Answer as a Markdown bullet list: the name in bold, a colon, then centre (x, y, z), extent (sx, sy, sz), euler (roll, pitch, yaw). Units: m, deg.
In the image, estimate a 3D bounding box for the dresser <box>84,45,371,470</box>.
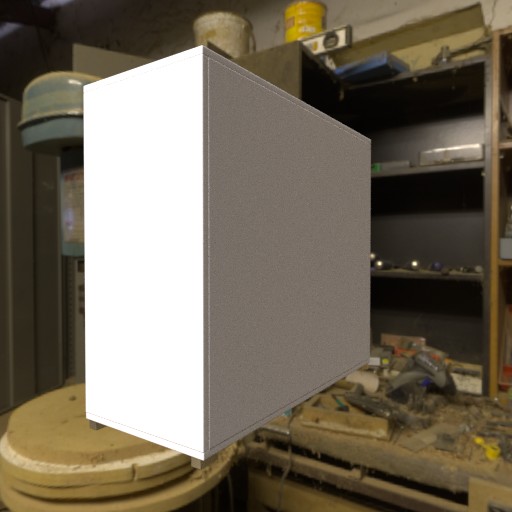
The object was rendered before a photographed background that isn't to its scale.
- **dresser**: centre (0.000, 0.000, 1.619), extent (0.460, 1.000, 1.100), euler (1, 1, 35)
